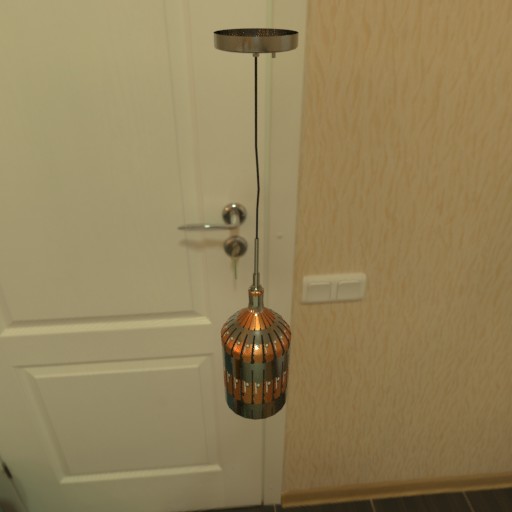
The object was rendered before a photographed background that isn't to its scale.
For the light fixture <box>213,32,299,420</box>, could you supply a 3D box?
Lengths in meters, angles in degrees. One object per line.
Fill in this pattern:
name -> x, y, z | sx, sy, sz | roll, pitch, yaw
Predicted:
light fixture -> 0.000, 0.000, 1.697 | 0.303, 1.535, 0.303 | 0, 32, 0
